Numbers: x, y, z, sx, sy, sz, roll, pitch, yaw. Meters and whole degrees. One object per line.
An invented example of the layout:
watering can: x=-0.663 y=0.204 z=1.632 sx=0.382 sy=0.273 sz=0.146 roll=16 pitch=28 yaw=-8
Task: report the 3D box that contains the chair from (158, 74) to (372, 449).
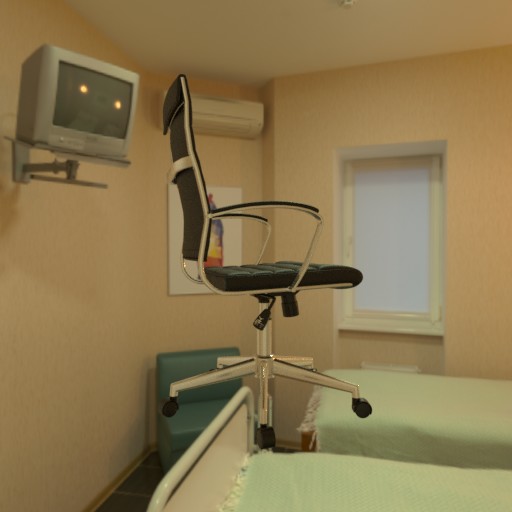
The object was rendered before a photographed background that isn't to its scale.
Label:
chair: x=0.000 y=0.000 z=1.690 sx=0.739 sy=1.149 sz=0.766 roll=0 pitch=1 yaw=-17
